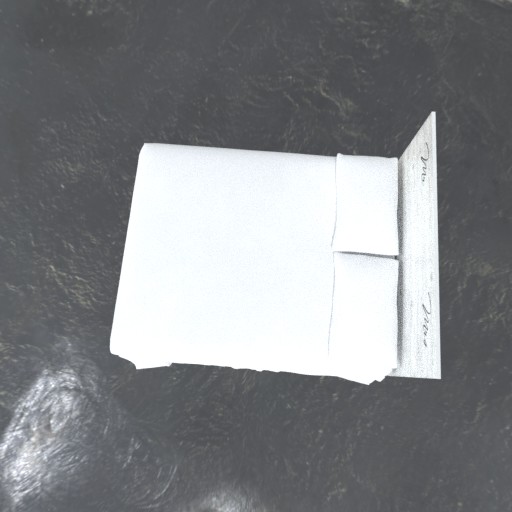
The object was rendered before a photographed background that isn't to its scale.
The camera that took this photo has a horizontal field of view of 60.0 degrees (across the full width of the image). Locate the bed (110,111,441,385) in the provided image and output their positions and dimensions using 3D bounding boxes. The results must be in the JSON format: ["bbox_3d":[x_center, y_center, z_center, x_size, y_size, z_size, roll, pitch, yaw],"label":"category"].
[{"bbox_3d":[0.000,0.000,3.209,2.094,1.335,1.745,4,76,1],"label":"bed"}]
